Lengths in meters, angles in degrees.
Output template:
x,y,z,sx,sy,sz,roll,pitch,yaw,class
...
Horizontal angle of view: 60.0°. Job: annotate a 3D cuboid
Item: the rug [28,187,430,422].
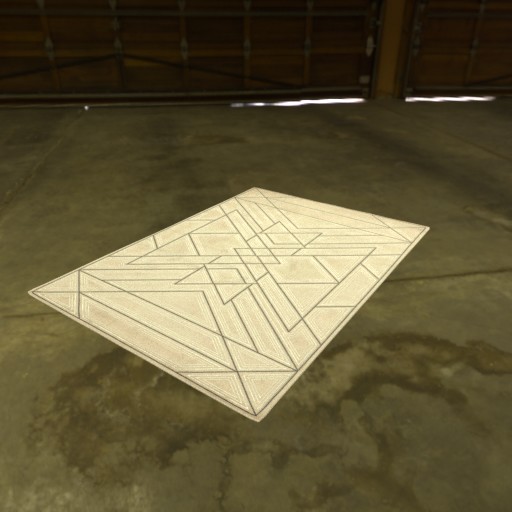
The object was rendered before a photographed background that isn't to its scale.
x,y,z,sx,sy,sz,roll,pitch,yaw,class
0.000,0.000,4.394,2.436,0.026,3.381,18,33,31,rug
